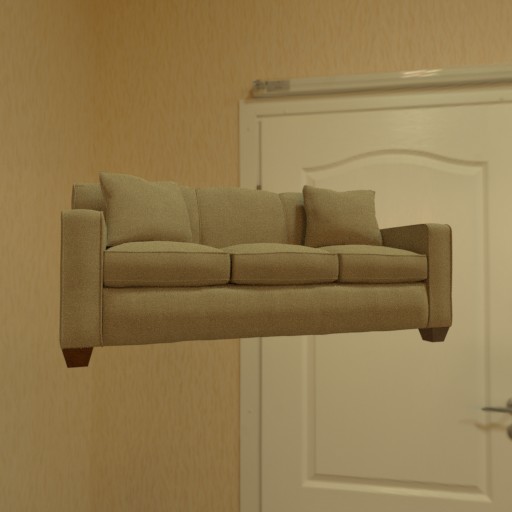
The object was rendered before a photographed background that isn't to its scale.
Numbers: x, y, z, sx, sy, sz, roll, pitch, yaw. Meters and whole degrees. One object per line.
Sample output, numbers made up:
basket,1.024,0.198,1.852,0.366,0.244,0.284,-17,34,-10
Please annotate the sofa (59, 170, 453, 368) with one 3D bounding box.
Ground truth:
sofa,0.000,0.000,2.560,2.024,0.958,0.997,0,-1,-19
